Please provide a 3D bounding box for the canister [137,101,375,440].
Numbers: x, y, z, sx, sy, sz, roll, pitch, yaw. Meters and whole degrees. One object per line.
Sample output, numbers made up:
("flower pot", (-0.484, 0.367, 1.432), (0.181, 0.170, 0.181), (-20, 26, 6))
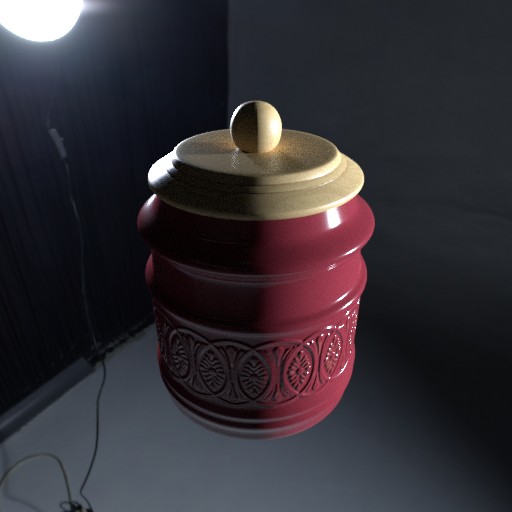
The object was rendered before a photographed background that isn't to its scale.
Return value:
("canister", (0.000, 0.000, 0.263), (0.130, 0.176, 0.130), (0, 30, 0))
